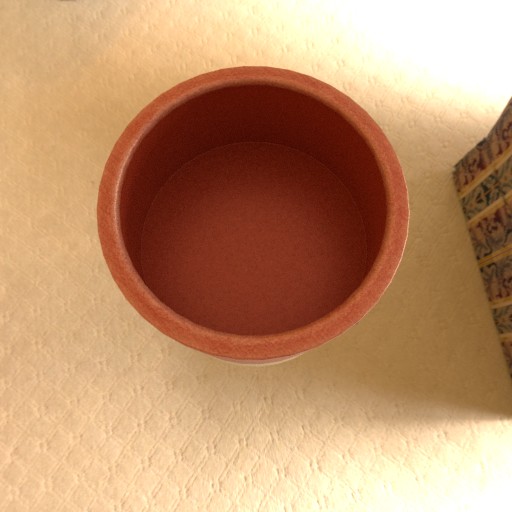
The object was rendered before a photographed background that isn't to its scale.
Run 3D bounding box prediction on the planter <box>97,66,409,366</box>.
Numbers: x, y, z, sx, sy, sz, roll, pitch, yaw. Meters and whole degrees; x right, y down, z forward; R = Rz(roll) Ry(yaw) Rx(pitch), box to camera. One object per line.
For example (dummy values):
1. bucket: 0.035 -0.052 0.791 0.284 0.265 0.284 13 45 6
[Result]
1. planter: 0.000 0.000 0.705 0.354 0.465 0.345 40 79 10
